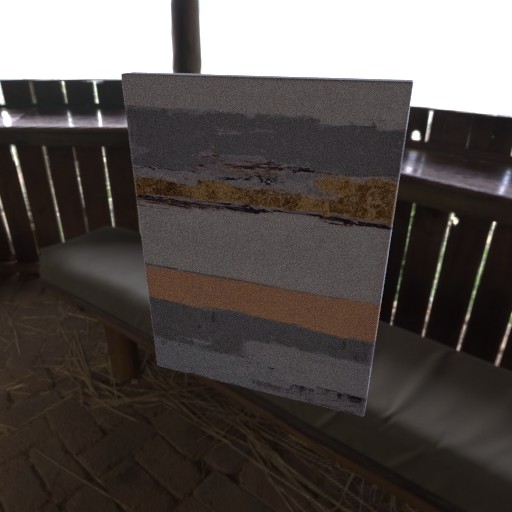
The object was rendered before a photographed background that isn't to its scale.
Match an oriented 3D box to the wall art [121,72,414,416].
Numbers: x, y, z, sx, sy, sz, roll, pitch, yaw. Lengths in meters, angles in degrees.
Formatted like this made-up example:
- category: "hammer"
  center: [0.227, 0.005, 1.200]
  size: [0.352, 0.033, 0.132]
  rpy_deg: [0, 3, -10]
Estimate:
- category: "wall art"
  center: [0.000, 0.000, 0.808]
  size: [0.456, 0.609, 0.038]
  rpy_deg: [9, 28, 17]
